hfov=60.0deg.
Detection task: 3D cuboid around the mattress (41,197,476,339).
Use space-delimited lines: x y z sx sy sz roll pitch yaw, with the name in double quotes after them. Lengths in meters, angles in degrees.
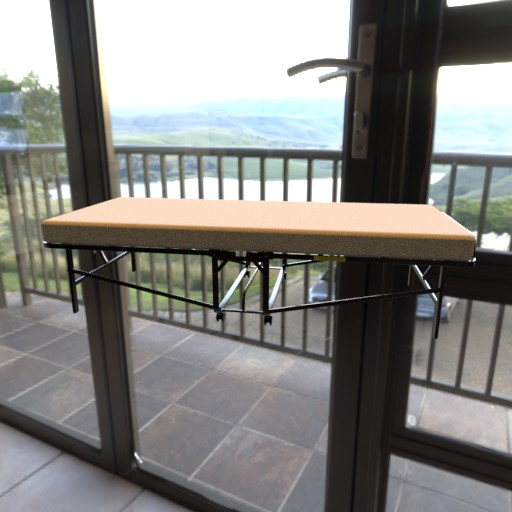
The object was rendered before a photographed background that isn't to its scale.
0.000 0.000 2.571 2.153 0.519 0.922 3 16 9 "mattress"
